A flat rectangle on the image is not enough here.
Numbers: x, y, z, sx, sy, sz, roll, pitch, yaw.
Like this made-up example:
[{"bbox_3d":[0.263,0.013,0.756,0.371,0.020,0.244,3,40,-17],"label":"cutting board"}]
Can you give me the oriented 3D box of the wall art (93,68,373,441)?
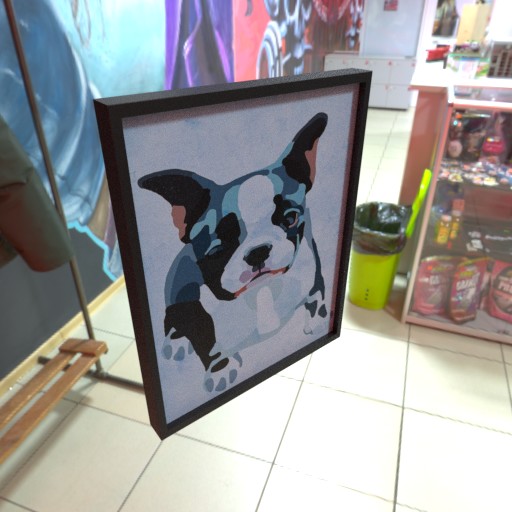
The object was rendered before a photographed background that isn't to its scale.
[{"bbox_3d":[0.000,0.000,0.500,0.294,0.369,0.030,-21,36,-32],"label":"wall art"}]
